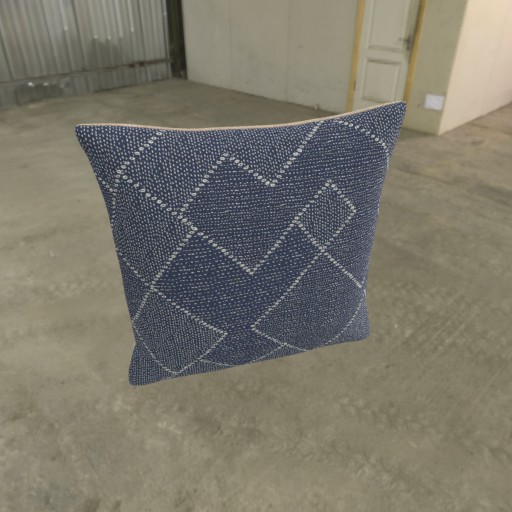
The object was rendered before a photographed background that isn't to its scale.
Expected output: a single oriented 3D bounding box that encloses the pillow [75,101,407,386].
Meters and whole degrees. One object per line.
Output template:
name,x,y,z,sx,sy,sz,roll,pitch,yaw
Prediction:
pillow,0.000,0.000,0.669,0.435,0.428,0.148,-9,34,-13
